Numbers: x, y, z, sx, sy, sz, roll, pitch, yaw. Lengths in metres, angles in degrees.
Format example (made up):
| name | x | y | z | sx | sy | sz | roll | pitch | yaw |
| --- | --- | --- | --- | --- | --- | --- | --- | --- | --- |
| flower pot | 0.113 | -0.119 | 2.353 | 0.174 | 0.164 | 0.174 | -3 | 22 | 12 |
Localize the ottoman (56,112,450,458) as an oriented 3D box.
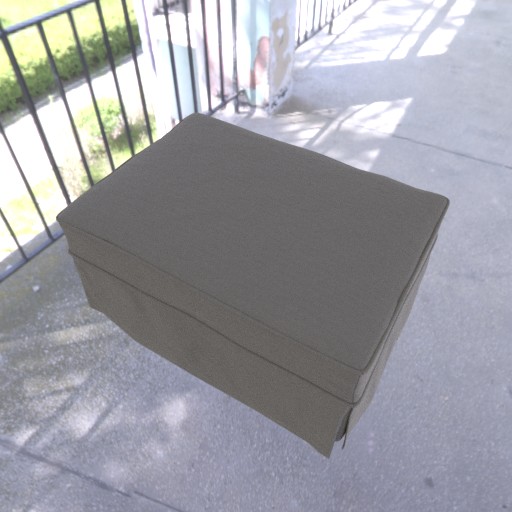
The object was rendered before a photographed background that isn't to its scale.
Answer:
| name | x | y | z | sx | sy | sz | roll | pitch | yaw |
| --- | --- | --- | --- | --- | --- | --- | --- | --- | --- |
| ottoman | 0.000 | 0.000 | 1.351 | 0.944 | 0.479 | 0.703 | 24 | 52 | 21 |
